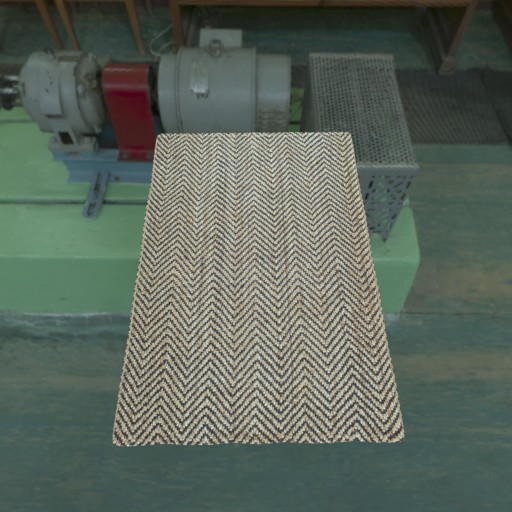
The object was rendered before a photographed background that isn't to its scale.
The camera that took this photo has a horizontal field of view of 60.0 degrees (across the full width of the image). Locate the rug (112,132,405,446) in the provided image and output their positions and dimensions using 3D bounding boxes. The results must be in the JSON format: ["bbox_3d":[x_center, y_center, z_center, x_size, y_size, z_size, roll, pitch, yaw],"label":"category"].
[{"bbox_3d":[0.000,0.000,2.311,1.219,0.008,1.828,-1,58,0],"label":"rug"}]
